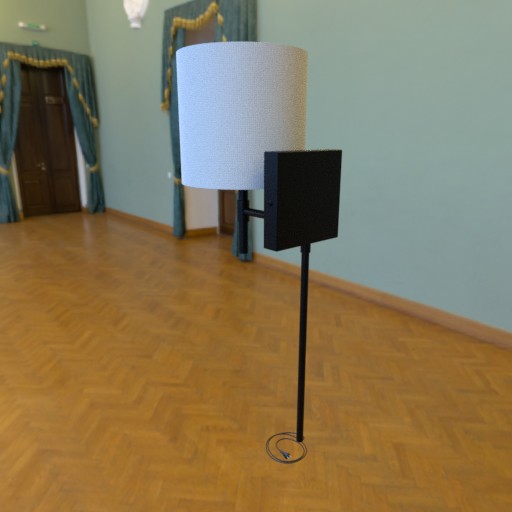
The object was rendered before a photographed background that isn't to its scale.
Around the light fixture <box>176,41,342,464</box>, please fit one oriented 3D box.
[{"bbox_3d":[0.000,0.000,0.695,0.188,0.589,0.248,-13,20,-40],"label":"light fixture"}]
